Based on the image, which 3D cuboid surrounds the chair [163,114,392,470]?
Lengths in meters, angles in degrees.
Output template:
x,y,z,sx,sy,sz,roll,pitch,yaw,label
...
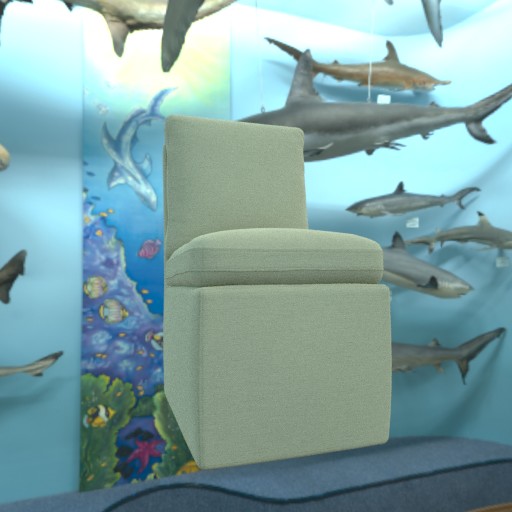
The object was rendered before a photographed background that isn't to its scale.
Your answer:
x,y,z,sx,sy,sz,roll,pitch,yaw,label
0.000,0.000,1.320,0.503,0.927,0.698,0,-1,-18,chair
